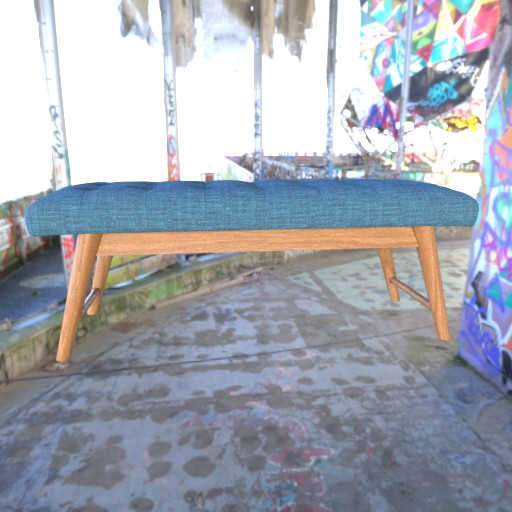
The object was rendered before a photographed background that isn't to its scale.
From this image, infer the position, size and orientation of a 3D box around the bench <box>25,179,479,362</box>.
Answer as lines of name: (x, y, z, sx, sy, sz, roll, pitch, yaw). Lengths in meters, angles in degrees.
bench: (0.000, 0.000, 1.305, 1.118, 0.432, 0.406, -2, 14, -7)
